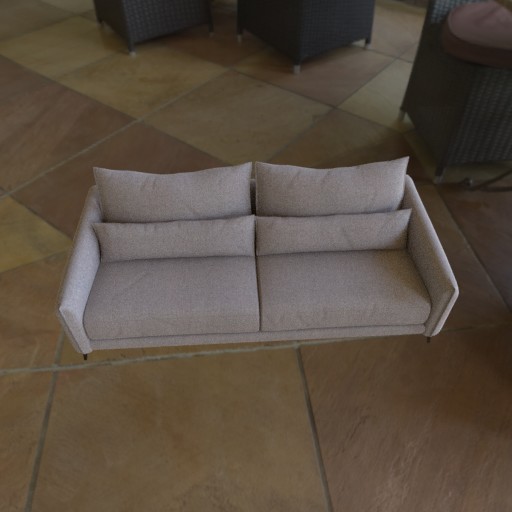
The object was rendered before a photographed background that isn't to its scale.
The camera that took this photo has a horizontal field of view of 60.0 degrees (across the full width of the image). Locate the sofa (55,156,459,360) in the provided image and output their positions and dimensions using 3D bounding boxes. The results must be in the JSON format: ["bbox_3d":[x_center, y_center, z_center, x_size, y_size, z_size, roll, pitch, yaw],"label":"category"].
[{"bbox_3d":[0.000,0.000,2.480,2.022,0.833,0.809,-2,47,-2],"label":"sofa"}]
